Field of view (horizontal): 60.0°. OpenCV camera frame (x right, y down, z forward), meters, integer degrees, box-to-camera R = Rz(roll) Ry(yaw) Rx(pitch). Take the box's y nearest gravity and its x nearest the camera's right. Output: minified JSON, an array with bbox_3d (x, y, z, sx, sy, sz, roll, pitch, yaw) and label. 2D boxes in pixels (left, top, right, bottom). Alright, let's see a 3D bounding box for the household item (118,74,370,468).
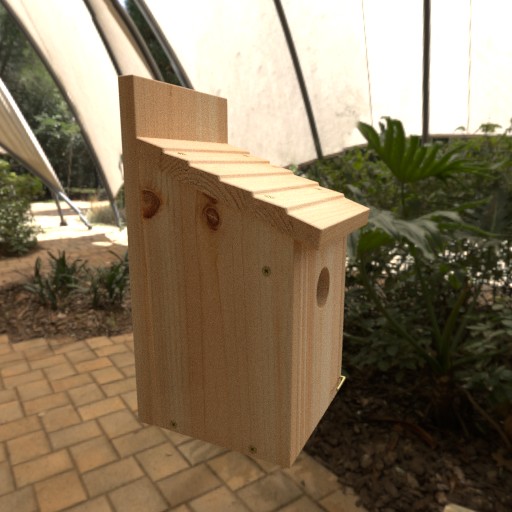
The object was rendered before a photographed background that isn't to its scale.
[{"bbox_3d":[0.000,0.000,0.405,0.171,0.300,0.149,6,13,26],"label":"household item"}]
